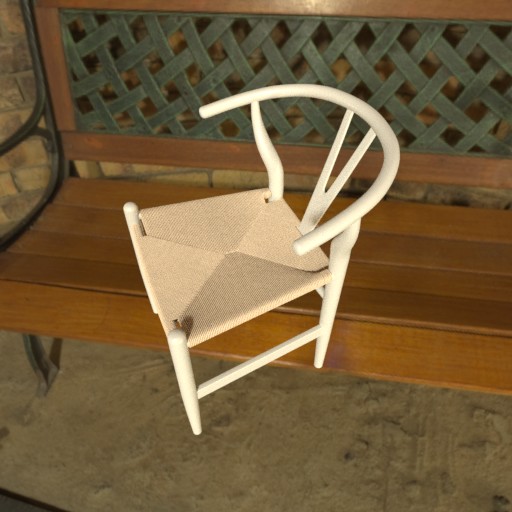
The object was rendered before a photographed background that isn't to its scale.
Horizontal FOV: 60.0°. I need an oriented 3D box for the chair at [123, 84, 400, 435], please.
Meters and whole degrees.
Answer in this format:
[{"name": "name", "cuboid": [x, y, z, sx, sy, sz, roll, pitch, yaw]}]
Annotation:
[{"name": "chair", "cuboid": [0.000, 0.000, 1.173, 0.579, 0.730, 0.569, -17, 48, -16]}]
